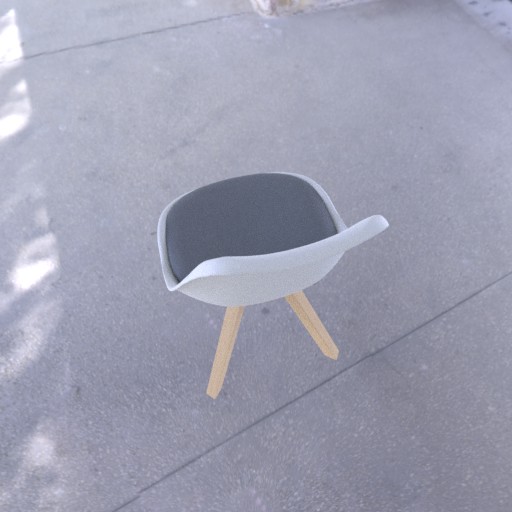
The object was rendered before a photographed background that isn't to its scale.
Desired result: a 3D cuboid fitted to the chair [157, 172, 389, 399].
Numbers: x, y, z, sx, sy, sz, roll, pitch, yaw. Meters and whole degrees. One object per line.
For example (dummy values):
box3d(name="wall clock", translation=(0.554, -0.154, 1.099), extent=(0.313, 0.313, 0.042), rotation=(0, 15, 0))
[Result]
box3d(name="chair", translation=(0.000, 0.000, 1.178), extent=(0.485, 0.850, 0.550), rotation=(-15, 60, -9))
